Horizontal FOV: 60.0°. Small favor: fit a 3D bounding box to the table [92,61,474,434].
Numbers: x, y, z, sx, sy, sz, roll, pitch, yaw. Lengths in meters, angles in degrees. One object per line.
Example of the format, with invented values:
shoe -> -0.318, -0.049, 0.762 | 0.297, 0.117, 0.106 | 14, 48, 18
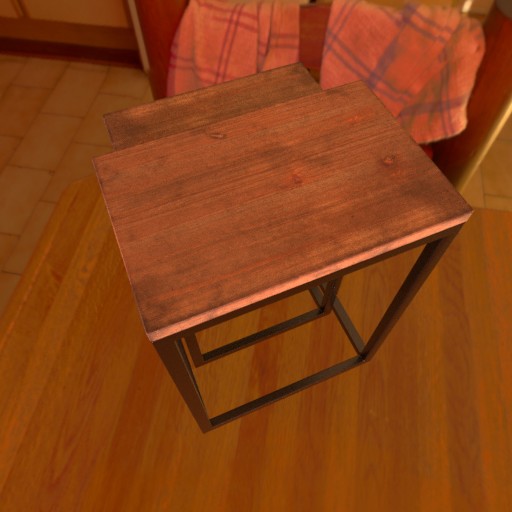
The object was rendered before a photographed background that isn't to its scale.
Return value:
table -> 0.000, 0.000, 0.906 | 0.456, 0.615, 0.460 | -18, 60, -11
